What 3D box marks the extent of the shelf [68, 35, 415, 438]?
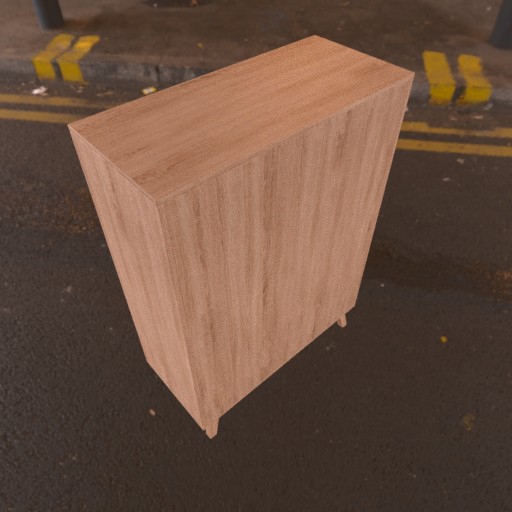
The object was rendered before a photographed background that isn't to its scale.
[{"bbox_3d":[0.000,0.000,1.839,1.000,1.390,0.450,-33,54,-28],"label":"shelf"}]
